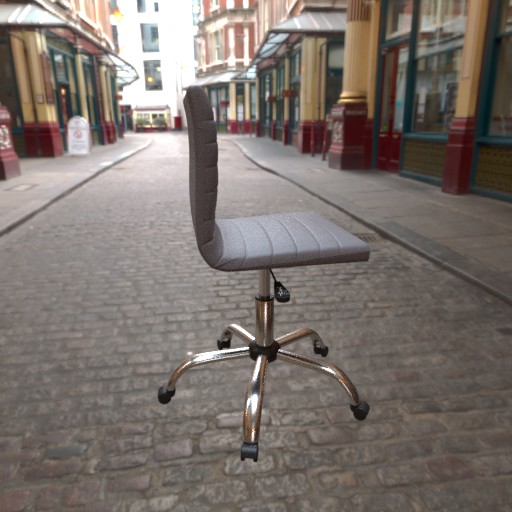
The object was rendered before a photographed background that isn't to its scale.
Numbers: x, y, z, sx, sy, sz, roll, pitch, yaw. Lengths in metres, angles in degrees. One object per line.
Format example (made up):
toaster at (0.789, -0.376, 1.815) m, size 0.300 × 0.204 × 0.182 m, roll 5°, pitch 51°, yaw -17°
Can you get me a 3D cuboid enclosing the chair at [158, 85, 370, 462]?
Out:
chair at (0.000, 0.000, 1.116) m, size 0.530 × 0.780 × 0.556 m, roll -3°, pitch 17°, yaw -10°
